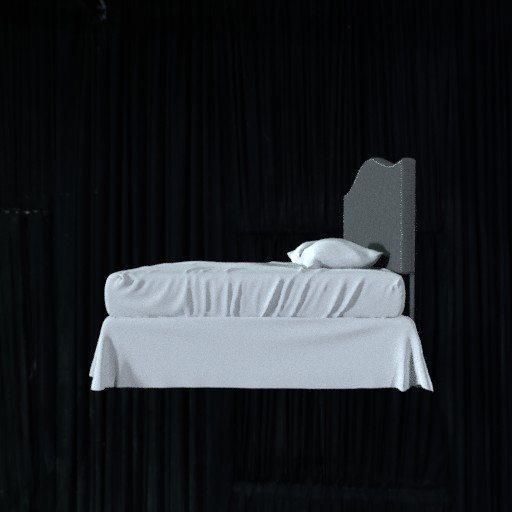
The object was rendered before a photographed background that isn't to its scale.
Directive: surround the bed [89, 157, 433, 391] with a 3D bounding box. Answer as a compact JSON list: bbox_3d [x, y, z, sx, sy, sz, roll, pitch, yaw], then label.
[{"bbox_3d":[0.000,0.000,3.817,2.219,1.651,2.314,0,1,0],"label":"bed"}]
